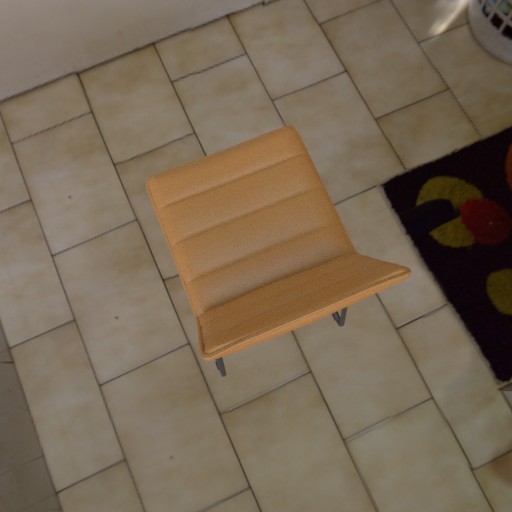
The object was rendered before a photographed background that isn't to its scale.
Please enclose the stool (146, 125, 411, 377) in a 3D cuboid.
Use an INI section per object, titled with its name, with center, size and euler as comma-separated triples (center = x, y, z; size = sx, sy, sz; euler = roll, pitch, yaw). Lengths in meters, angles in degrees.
[stool]
center = 0.000, 0.000, 1.236
size = 0.489, 0.936, 0.524
euler = -22, 77, -6
